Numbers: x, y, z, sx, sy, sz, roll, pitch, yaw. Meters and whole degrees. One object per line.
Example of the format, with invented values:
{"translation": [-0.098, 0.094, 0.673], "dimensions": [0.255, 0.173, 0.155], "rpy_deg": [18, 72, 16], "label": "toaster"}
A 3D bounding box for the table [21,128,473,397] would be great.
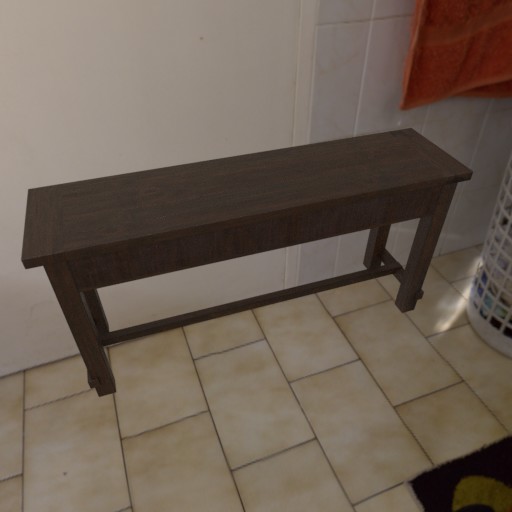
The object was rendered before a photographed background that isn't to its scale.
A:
{"translation": [0.000, 0.000, 1.892], "dimensions": [1.599, 0.762, 0.442], "rpy_deg": [-12, 42, -14], "label": "table"}
